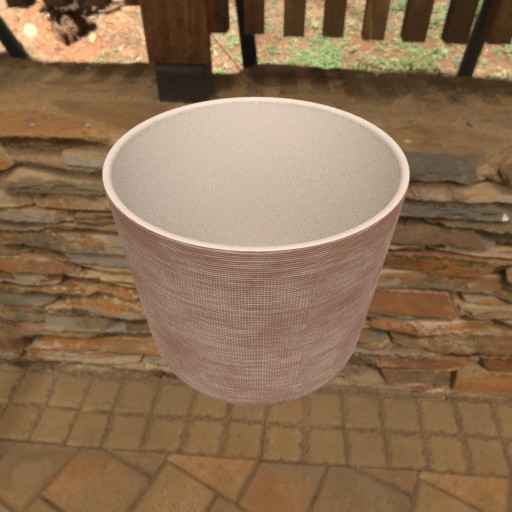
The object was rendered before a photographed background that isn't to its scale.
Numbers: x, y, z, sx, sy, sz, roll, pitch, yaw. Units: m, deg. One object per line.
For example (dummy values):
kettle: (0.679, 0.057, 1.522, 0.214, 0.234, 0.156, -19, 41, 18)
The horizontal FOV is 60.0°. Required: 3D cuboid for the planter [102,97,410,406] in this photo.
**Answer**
planter: (0.000, 0.000, 0.784, 0.440, 0.398, 0.440, 0, 41, 0)
